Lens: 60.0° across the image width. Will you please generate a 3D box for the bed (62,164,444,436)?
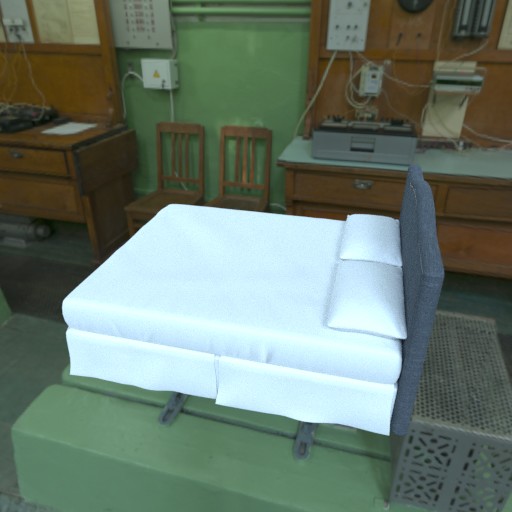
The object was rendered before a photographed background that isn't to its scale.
[{"bbox_3d":[0.000,0.000,3.910,2.689,1.457,2.161,7,30,13],"label":"bed"}]
